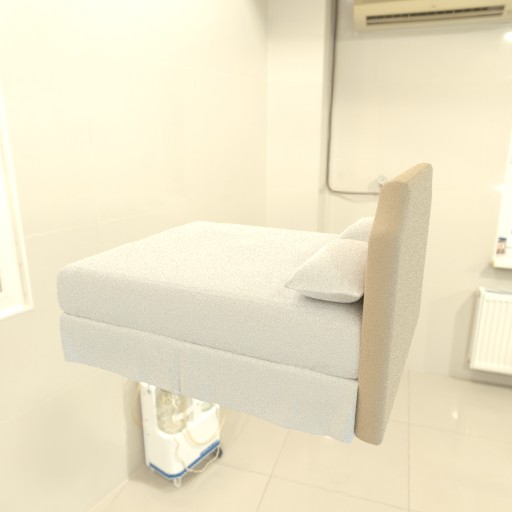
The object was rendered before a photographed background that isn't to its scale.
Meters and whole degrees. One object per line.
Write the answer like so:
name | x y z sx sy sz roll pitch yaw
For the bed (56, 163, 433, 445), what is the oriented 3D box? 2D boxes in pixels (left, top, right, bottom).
bed | 0.000 0.000 3.748 2.548 1.524 2.134 7 17 24
